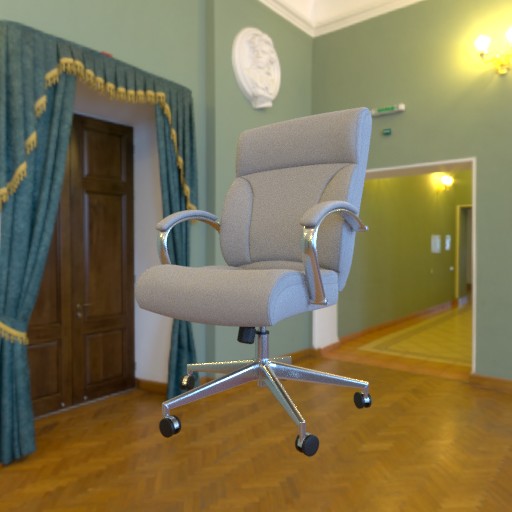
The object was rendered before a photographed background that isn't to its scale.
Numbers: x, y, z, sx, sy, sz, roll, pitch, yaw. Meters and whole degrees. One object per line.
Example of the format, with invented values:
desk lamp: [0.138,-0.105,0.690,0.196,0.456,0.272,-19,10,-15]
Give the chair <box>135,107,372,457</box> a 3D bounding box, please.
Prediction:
chair: [0.000,0.000,1.597,0.727,1.099,0.745,1,2,37]
